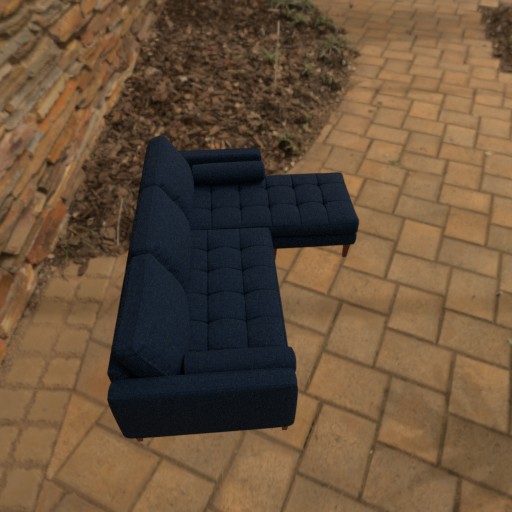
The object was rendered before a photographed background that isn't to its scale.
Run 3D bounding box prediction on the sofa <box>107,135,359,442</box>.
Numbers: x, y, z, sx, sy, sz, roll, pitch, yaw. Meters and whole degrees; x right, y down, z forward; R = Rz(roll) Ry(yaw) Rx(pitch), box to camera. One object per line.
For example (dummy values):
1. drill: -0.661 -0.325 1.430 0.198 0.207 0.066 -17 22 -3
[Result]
1. sofa: 0.000 0.000 3.019 1.613 0.841 2.185 -3 45 -3
